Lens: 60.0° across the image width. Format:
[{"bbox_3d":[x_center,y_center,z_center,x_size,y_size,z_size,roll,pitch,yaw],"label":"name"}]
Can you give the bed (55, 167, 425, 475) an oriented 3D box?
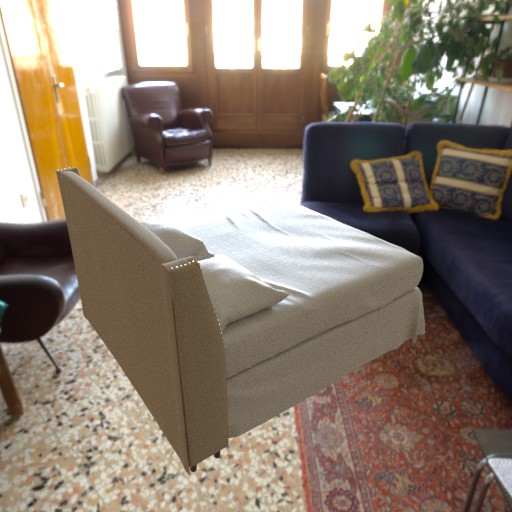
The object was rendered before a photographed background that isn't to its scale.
[{"bbox_3d":[0.000,0.000,3.413,2.276,1.332,1.925,-18,32,-31],"label":"bed"}]
